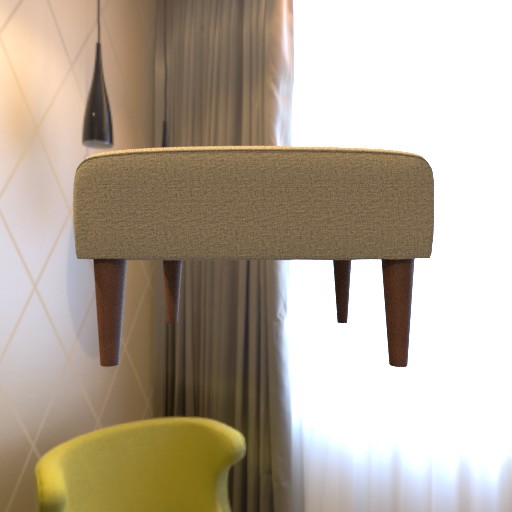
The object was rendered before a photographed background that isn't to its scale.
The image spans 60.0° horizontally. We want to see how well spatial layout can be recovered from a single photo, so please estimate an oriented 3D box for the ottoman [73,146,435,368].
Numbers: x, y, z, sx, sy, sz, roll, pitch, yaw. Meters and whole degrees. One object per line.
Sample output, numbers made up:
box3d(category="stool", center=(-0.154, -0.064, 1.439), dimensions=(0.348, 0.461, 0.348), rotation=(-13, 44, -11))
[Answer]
box3d(category="ottoman", center=(0.000, 0.000, 1.071), dimensions=(0.649, 0.398, 0.650), rotation=(0, -1, 1))
